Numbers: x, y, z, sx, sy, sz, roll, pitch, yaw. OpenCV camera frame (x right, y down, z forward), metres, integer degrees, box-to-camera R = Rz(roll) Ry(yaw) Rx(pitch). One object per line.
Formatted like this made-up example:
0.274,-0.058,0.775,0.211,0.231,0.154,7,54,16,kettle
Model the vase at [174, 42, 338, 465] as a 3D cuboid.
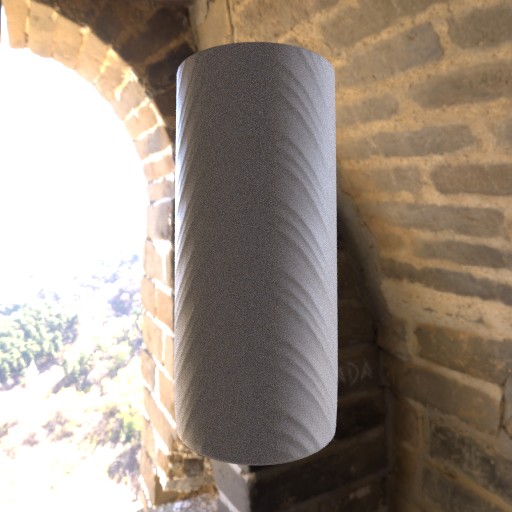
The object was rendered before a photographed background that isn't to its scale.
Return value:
0.000,0.000,0.394,0.143,0.316,0.143,0,1,0,vase
